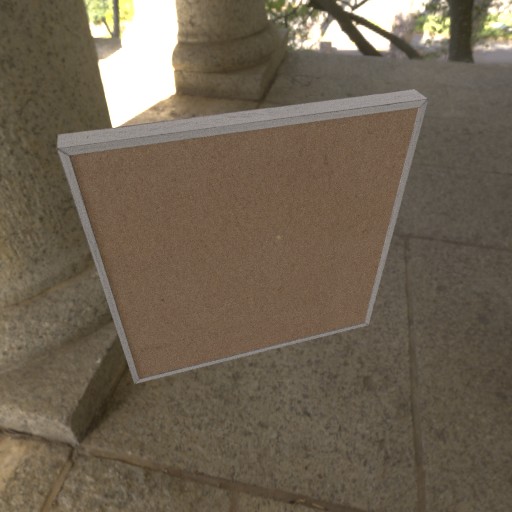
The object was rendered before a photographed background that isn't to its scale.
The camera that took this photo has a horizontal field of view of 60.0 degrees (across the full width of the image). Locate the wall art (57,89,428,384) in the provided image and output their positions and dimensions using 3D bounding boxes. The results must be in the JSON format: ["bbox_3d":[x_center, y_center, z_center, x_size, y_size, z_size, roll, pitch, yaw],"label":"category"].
[{"bbox_3d":[0.000,0.000,0.766,0.508,0.508,0.038,-11,43,-12],"label":"wall art"}]
